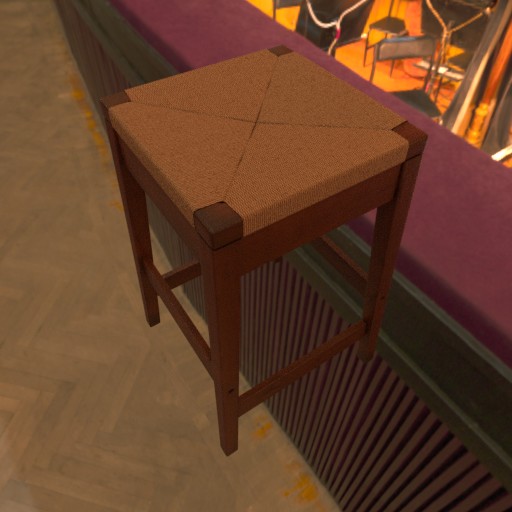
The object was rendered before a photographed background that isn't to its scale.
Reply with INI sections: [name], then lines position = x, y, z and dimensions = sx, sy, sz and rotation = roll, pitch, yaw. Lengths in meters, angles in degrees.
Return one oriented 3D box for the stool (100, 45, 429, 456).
[stool]
position = 0.000, 0.000, 1.074
dimensions = 0.507, 0.762, 0.497
rotation = -26, 53, -21
